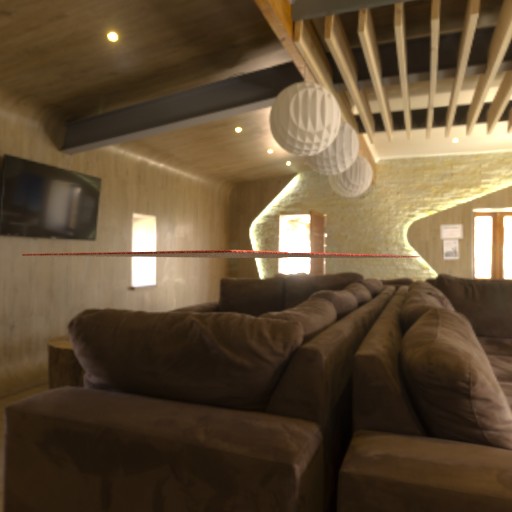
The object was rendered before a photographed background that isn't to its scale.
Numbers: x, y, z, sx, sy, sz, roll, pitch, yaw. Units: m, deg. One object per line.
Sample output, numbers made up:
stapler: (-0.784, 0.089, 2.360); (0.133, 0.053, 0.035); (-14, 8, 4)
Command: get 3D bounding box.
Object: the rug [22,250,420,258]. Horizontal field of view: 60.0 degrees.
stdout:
rug: (0.000, 0.000, 3.059); (1.531, 0.010, 2.442); (-1, -1, 36)
